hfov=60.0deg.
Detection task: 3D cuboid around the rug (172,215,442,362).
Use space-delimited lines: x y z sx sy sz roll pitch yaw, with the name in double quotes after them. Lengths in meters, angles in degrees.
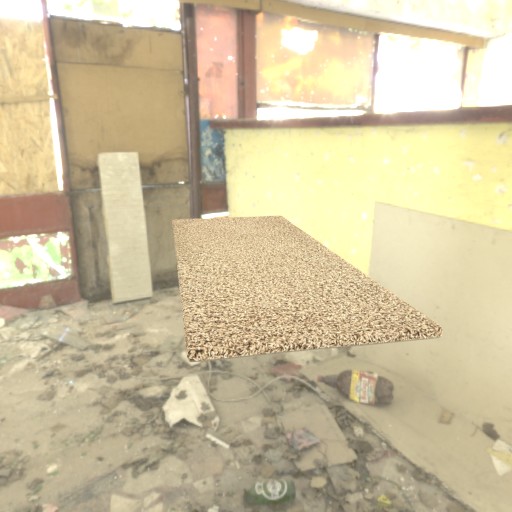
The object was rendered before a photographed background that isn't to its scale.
0.000 0.000 1.717 0.609 0.030 1.524 -3 16 -11 "rug"
